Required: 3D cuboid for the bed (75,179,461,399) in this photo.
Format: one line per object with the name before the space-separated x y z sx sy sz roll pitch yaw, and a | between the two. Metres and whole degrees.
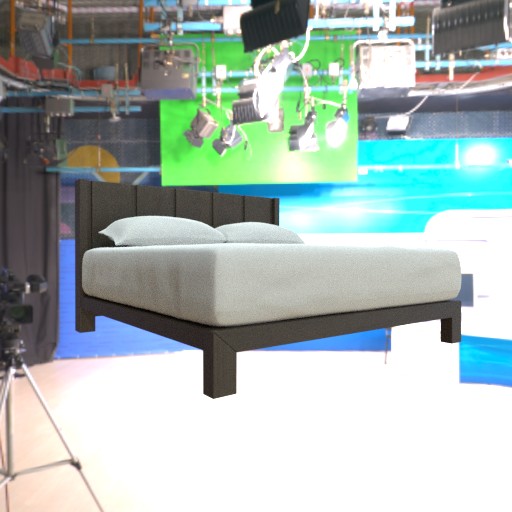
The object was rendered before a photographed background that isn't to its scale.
bed | 0.000 0.000 3.482 2.143 1.261 2.238 0 0 -37
